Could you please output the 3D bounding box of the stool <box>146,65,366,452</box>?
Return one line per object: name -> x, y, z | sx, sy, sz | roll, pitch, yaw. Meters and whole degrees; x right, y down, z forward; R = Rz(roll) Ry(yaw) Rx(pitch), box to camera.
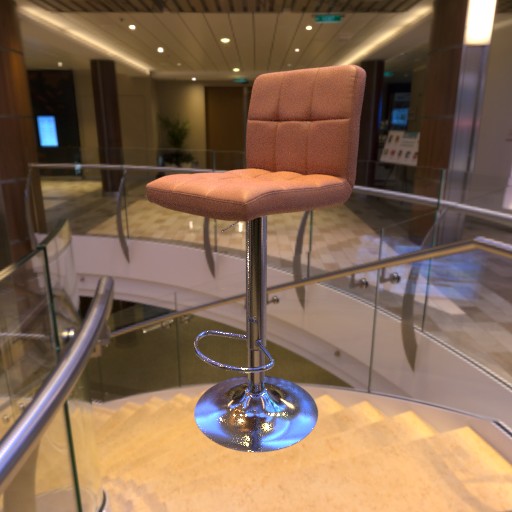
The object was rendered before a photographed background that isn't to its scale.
stool -> 0.000, 0.000, 1.378 | 0.430, 1.115, 0.505 | 15, 22, 42
